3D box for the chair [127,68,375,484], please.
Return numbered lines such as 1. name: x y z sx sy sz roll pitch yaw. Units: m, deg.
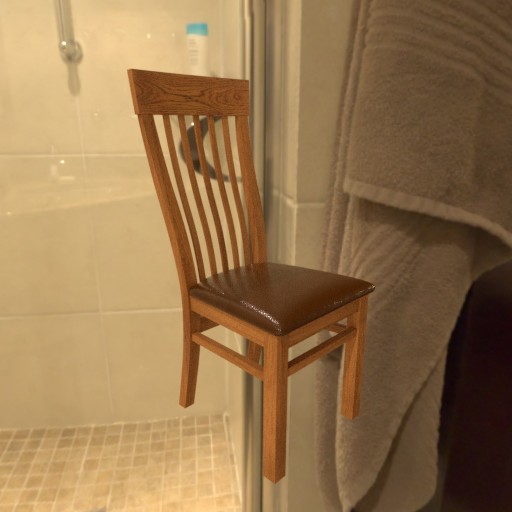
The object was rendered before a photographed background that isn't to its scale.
1. chair: 0.000 0.000 1.334 0.580 1.050 0.450 16 23 42
